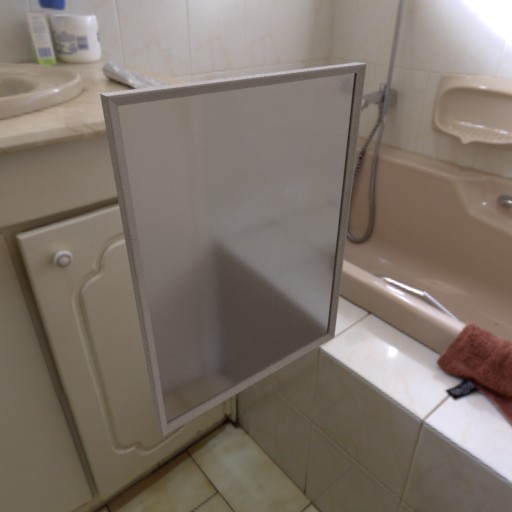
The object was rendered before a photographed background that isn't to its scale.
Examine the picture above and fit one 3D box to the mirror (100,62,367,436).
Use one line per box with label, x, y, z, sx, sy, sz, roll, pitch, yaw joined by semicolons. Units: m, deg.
mirror;0.000;0.000;1.334;0.762;1.016;0.041;-21;37;-31
